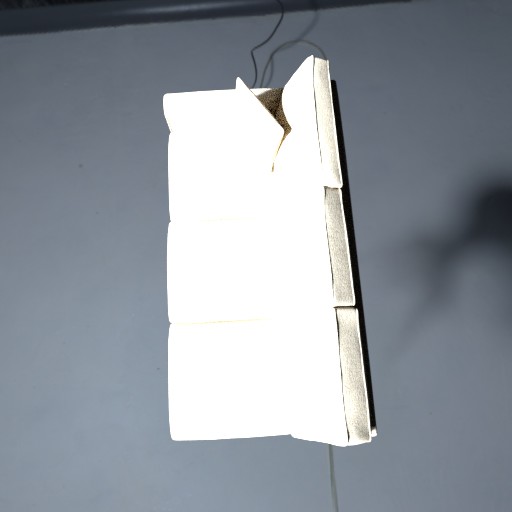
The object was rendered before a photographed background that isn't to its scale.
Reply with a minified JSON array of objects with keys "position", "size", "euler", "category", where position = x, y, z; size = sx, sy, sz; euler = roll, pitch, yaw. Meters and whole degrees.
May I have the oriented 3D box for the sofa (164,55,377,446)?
[{"position":[0.000,0.000,2.558],"size":[1.034,0.946,1.962],"euler":[-3,76,-1],"category":"sofa"}]
